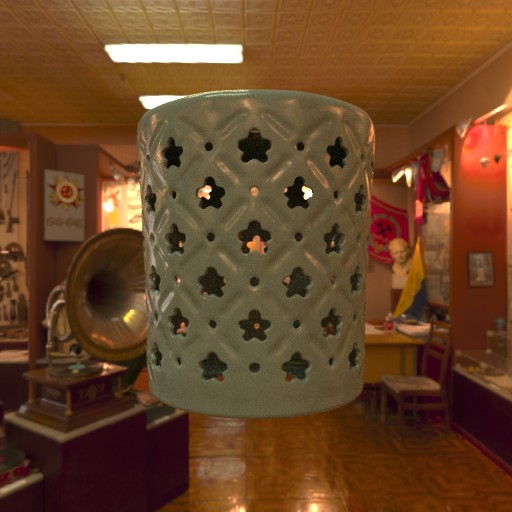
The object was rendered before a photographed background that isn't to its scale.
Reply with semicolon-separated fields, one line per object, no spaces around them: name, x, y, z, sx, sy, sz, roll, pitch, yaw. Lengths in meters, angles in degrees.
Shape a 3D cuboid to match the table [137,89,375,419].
table;0.000;0.000;0.673;0.352;0.387;0.352;0;0;0
